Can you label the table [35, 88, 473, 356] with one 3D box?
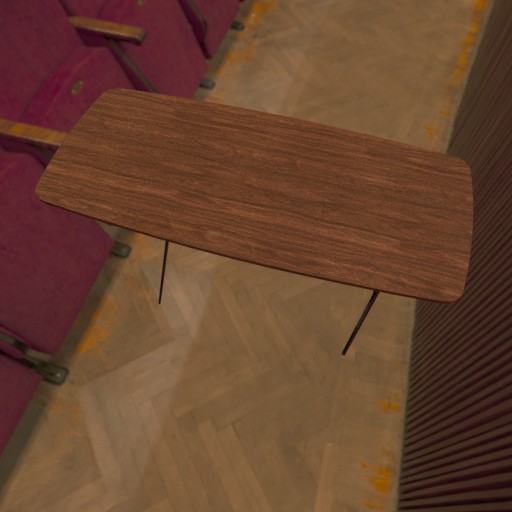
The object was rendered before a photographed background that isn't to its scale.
[{"bbox_3d":[0.000,0.000,1.093,0.804,0.576,0.361,14,60,8],"label":"table"}]
